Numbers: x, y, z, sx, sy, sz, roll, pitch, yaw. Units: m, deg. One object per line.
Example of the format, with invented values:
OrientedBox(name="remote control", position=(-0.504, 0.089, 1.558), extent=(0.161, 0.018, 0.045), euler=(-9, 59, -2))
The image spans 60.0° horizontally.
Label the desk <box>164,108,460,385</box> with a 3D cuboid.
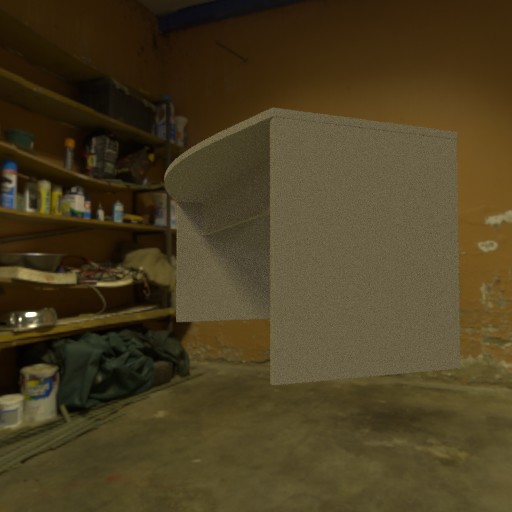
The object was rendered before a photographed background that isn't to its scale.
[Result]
OrientedBox(name="desk", position=(0.000, 0.000, 2.026), extent=(0.802, 0.750, 1.600), euler=(1, -2, -19))
